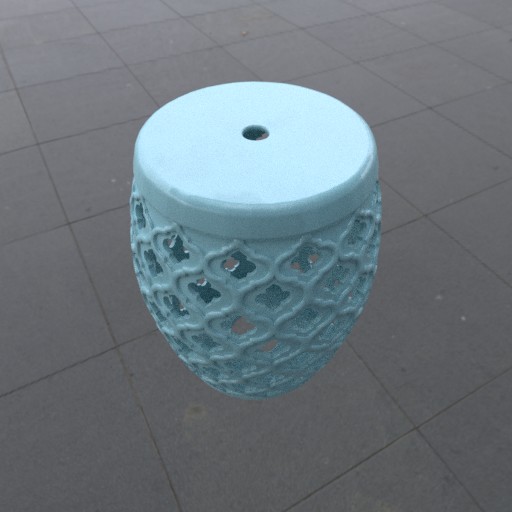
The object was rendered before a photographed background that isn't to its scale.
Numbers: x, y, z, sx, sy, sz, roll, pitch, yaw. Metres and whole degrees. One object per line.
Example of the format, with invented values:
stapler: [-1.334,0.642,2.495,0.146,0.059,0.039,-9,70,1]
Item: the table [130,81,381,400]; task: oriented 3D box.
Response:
table: [0.000,0.000,0.621,0.325,0.388,0.325,0,46,0]
